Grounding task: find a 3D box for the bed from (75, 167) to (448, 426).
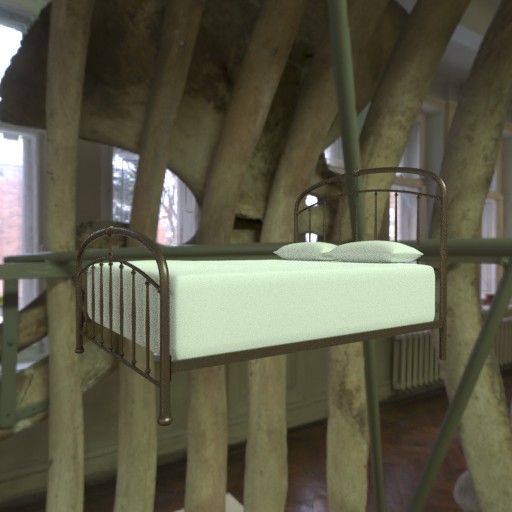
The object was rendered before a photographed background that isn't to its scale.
[{"bbox_3d":[0.000,0.000,3.240,2.168,1.475,1.711,-1,1,-34],"label":"bed"}]
